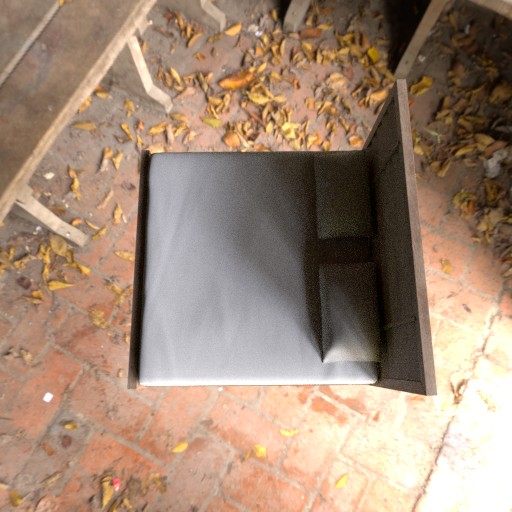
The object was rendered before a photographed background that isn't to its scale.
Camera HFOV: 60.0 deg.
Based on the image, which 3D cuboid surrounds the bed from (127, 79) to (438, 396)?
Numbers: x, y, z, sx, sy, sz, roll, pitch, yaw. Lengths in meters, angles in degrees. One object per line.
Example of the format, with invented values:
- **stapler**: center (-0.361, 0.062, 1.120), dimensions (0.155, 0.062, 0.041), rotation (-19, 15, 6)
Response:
- **bed**: center (0.000, 0.000, 3.515), dimensions (2.032, 1.626, 2.032), rotation (0, 76, 0)
